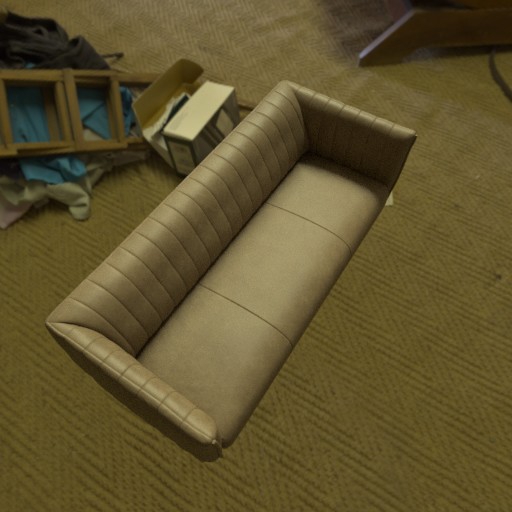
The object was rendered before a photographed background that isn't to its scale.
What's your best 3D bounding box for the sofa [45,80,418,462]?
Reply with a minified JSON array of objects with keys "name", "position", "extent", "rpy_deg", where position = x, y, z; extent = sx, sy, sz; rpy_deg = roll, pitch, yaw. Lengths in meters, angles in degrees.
[{"name":"sofa","position":[0.000,0.000,2.421],"extent":[0.876,0.779,1.980],"rpy_deg":[29,62,17]}]
